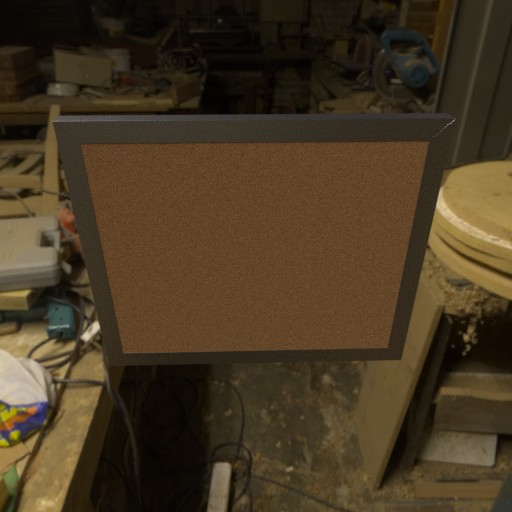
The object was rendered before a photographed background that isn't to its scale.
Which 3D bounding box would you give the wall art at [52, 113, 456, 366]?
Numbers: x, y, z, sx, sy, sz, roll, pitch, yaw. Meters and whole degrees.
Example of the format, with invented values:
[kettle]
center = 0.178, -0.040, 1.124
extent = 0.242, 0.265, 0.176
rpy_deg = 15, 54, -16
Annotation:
[wall art]
center = 0.000, 0.000, 0.742
extent = 0.557, 0.456, 0.032
rpy_deg = -1, 31, -1
